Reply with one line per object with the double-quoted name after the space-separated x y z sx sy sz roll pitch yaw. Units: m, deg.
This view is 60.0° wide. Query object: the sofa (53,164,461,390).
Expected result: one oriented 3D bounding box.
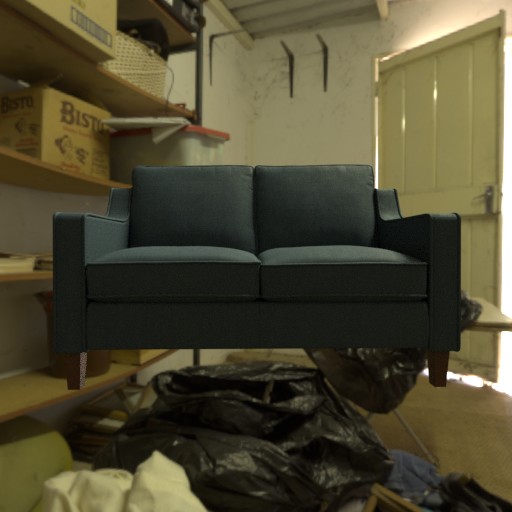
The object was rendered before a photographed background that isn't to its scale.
0.000 0.000 2.084 1.501 0.971 0.987 0 1 -1 "sofa"
